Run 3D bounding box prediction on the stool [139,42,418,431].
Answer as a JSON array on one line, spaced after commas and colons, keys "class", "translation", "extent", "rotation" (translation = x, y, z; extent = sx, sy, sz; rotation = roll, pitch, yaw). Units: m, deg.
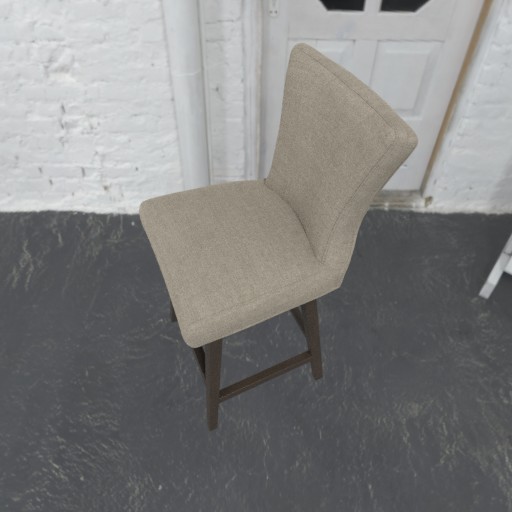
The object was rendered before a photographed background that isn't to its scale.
[{"class": "stool", "translation": [0.000, 0.000, 1.330], "extent": [0.574, 1.000, 0.514], "rotation": [-17, 50, -15]}]
